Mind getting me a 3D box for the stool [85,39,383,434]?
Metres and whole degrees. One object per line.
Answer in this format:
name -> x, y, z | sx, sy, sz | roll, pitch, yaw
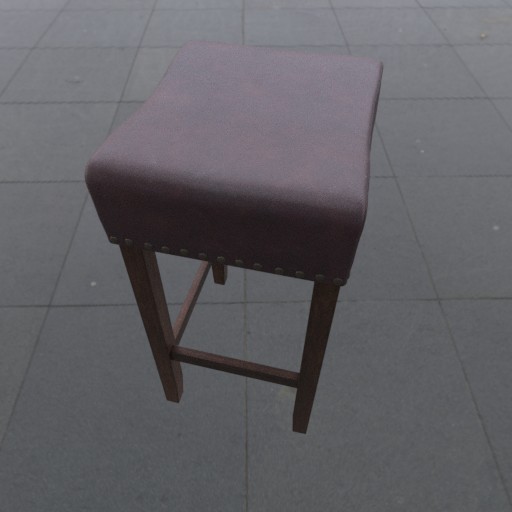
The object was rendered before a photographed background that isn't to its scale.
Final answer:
stool -> 0.000, 0.000, 1.012 | 0.401, 0.769, 0.465 | 10, 49, 9
